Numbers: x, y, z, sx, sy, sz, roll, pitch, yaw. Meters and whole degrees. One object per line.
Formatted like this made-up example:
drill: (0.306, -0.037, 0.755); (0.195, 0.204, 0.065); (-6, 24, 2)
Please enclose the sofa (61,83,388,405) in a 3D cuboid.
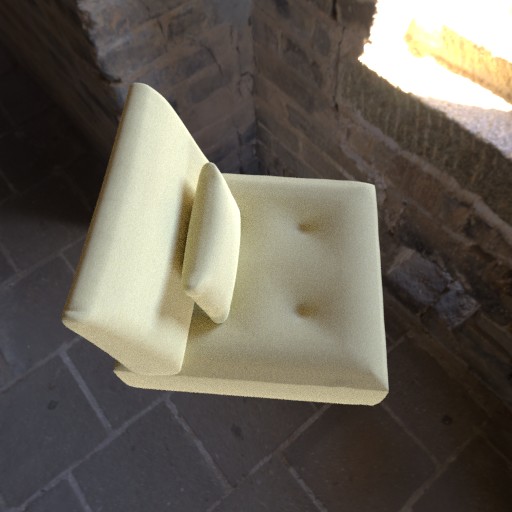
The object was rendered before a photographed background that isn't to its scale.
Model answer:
sofa: (0.000, 0.000, 1.685); (1.000, 0.820, 0.930); (4, 62, 2)
